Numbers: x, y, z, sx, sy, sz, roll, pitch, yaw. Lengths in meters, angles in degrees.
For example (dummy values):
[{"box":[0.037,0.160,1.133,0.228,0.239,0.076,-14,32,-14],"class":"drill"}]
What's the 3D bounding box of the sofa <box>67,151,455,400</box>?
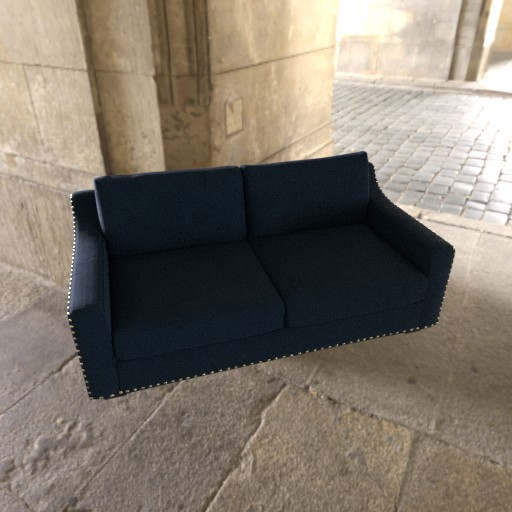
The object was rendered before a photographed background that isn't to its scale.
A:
[{"box":[0.000,0.000,2.764,2.107,0.983,1.104,-9,32,-14],"class":"sofa"}]
